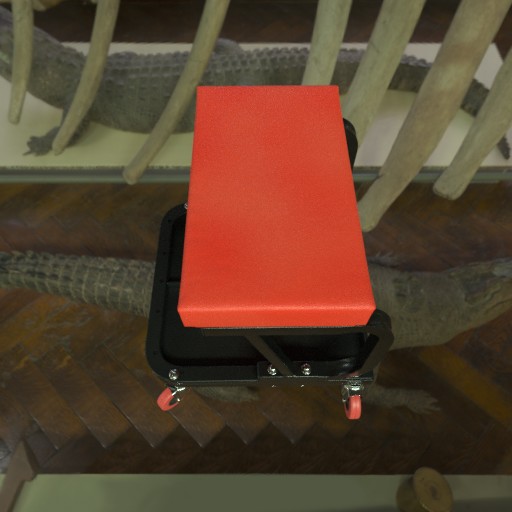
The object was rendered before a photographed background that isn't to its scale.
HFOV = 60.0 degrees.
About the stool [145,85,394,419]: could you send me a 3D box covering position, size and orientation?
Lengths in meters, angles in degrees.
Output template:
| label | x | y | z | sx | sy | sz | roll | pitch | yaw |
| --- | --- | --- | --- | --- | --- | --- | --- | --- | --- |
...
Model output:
| label | x | y | z | sx | sy | sz | roll | pitch | yaw |
| --- | --- | --- | --- | --- | --- | --- | --- | --- | --- |
| stool | 0.000 | 0.000 | 0.722 | 0.371 | 0.380 | 0.446 | -1 | 58 | 0 |
